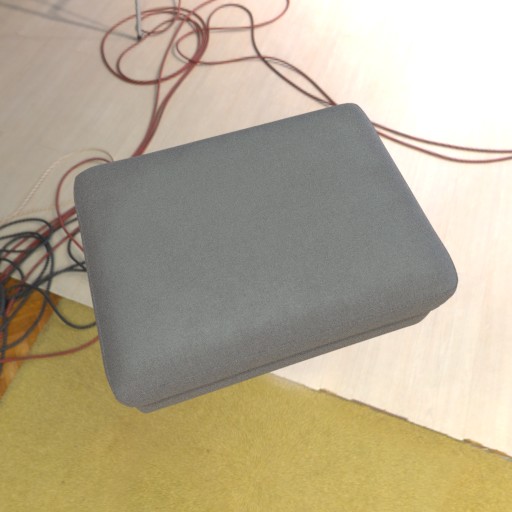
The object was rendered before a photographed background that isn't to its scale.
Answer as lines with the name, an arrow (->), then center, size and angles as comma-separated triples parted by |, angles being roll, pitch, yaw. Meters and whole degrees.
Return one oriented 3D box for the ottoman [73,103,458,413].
ottoman -> 0.000, 0.000, 1.186 | 0.811, 0.449, 0.608 | -16, 64, -8
